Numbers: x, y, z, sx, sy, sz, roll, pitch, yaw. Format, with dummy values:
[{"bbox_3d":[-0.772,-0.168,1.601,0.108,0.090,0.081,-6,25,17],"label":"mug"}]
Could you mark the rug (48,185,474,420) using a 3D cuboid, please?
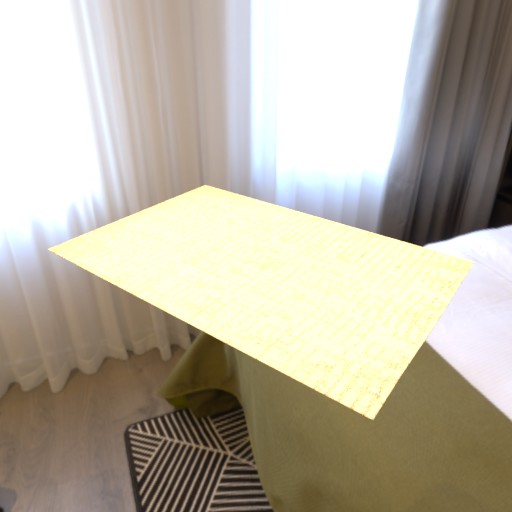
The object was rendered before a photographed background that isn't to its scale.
[{"bbox_3d":[0.000,0.000,2.266,1.827,0.007,1.211,20,35,32],"label":"rug"}]
